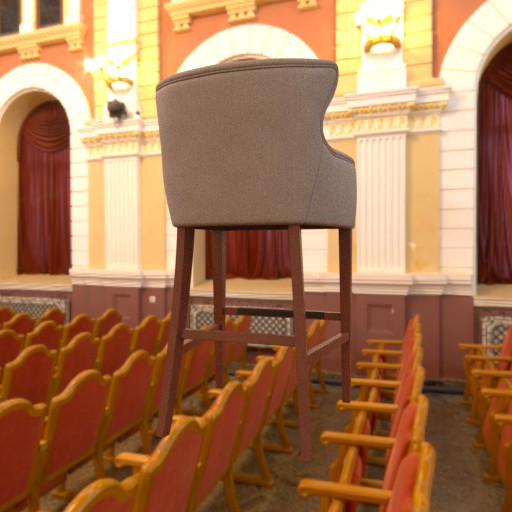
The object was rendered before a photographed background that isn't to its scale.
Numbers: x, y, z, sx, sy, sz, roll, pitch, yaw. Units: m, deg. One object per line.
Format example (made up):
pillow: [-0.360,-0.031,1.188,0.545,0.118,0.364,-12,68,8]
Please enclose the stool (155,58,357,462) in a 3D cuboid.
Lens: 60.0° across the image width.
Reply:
stool: [0.000,0.000,1.413,0.575,1.047,0.575,0,1,20]
